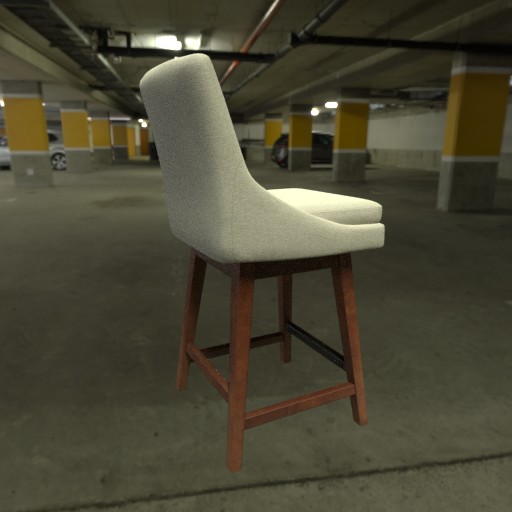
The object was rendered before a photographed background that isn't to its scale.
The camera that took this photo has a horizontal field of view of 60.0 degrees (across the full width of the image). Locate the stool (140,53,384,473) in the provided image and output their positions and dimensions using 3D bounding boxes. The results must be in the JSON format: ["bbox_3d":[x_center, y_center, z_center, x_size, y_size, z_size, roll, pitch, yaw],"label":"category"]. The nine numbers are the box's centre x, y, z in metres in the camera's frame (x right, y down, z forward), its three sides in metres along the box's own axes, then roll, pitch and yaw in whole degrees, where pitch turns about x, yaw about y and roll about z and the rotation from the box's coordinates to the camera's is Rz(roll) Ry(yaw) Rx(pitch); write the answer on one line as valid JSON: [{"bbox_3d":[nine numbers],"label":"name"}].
[{"bbox_3d":[0.000,0.000,1.287,0.559,0.991,0.469,-7,16,-27],"label":"stool"}]
